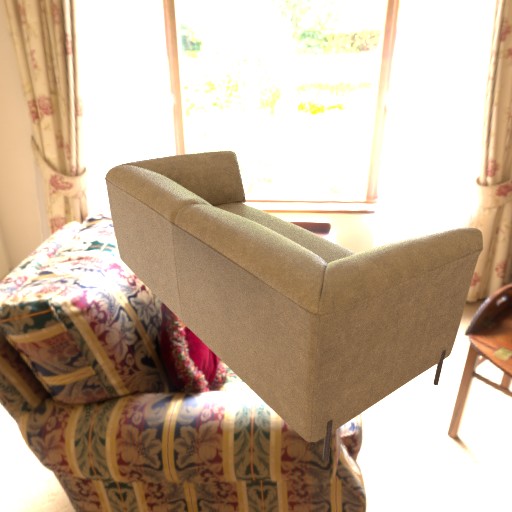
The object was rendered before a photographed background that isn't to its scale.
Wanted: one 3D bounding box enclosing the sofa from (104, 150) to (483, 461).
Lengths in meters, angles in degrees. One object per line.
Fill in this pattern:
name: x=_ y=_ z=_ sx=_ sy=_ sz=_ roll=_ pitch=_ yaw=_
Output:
sofa: x=0.000 y=0.000 z=2.305 sx=0.905 sy=0.747 sz=1.878 roll=-17 pitch=30 yaw=-32
